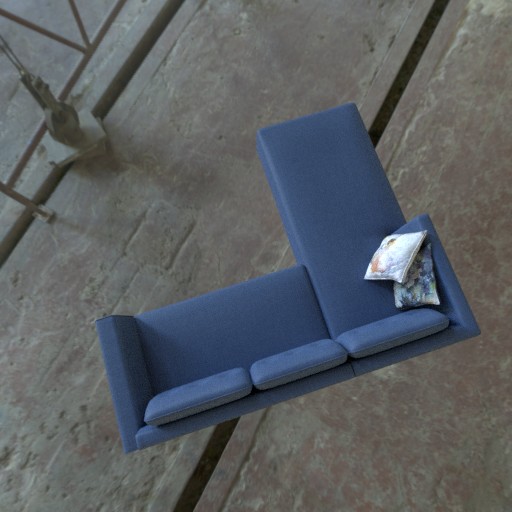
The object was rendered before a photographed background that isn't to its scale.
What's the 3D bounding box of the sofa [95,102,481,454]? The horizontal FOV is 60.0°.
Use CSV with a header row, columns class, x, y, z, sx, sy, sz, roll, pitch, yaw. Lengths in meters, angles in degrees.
class,x,y,z,sx,sy,sz,roll,pitch,yaw
sofa,0.000,0.000,2.954,2.120,0.787,1.829,-17,76,-5
